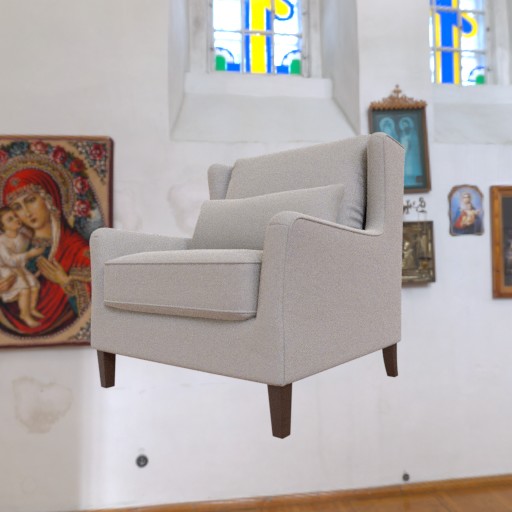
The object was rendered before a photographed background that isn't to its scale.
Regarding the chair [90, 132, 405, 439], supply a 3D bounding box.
[{"bbox_3d":[0.000,0.000,1.876,0.982,1.056,1.040,-1,-2,38],"label":"chair"}]
